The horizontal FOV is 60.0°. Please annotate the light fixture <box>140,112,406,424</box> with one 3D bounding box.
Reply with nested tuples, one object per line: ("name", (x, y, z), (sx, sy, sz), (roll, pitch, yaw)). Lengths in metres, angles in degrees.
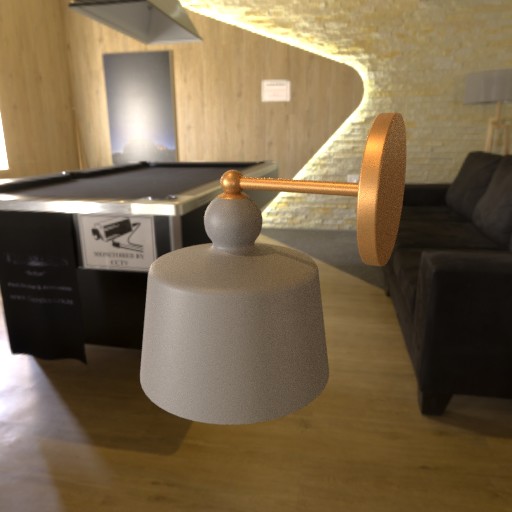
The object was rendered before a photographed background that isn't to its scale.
("light fixture", (0.000, 0.000, 0.442), (0.254, 0.268, 0.204), (8, 18, 25))
